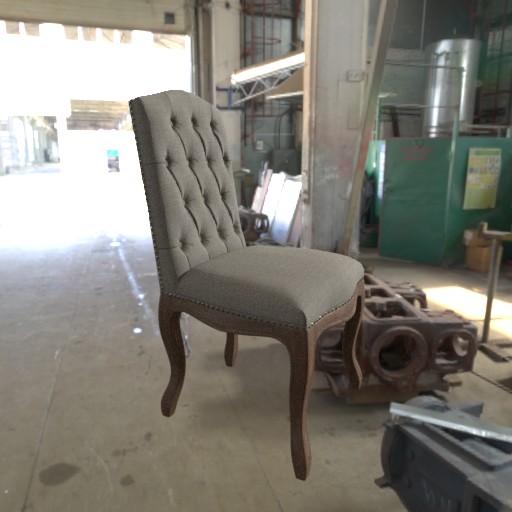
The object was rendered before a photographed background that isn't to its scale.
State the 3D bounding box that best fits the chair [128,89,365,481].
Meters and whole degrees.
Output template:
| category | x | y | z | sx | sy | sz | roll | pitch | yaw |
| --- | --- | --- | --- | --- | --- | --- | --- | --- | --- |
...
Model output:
| category | x | y | z | sx | sy | sz | roll | pitch | yaw |
| --- | --- | --- | --- | --- | --- | --- | --- | --- | --- |
| chair | 0.000 | 0.000 | 1.621 | 0.731 | 1.191 | 0.637 | 7 | 15 | 27 |
